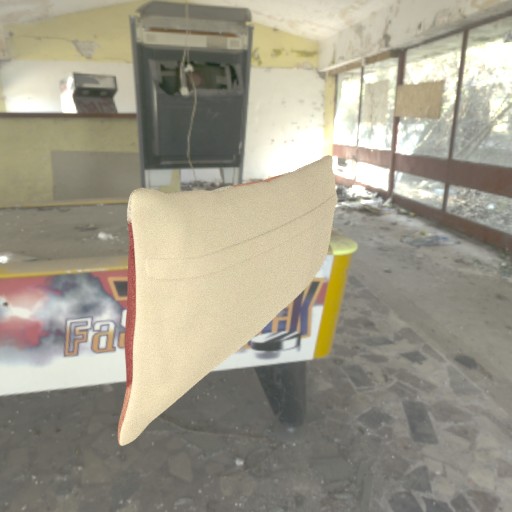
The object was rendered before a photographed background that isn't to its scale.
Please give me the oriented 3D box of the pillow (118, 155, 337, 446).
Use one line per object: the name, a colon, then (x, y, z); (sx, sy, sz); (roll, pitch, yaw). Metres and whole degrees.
pillow: (0.000, 0.000, 0.708); (0.155, 0.292, 0.609); (8, 19, 25)
